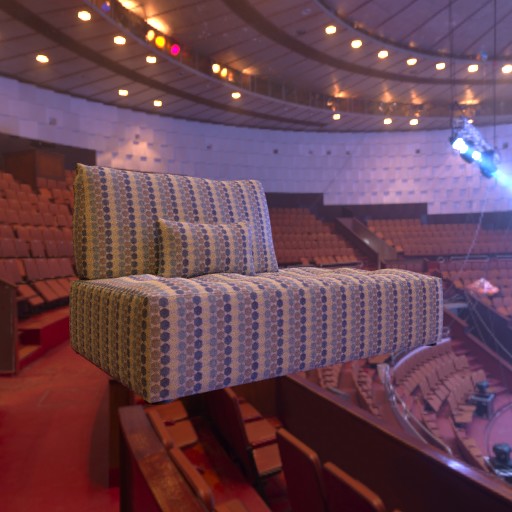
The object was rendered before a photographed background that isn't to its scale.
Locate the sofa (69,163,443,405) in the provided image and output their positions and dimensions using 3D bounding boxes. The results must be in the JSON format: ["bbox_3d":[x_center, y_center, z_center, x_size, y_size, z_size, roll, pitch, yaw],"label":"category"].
[{"bbox_3d":[0.000,0.000,2.013,1.450,0.820,1.000,0,1,-36],"label":"sofa"}]
